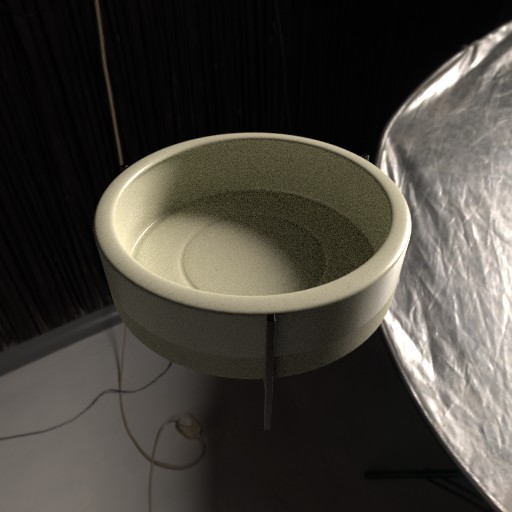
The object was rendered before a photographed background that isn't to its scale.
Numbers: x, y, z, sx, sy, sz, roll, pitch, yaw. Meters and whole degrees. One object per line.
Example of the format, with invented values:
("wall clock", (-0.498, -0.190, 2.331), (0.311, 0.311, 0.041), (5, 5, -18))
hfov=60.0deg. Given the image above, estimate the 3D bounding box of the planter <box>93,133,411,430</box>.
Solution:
("planter", (0.000, 0.000, 0.539), (0.345, 0.171, 0.336), (-25, 46, -26))
